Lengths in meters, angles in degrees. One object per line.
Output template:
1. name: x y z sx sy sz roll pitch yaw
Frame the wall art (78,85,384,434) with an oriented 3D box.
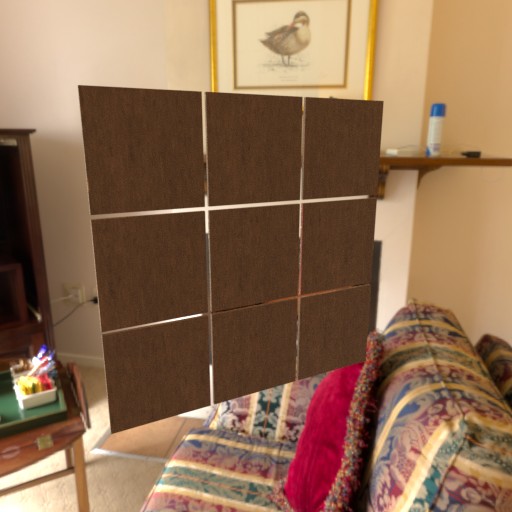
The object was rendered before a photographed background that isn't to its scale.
1. wall art: 0.000 0.000 1.764 1.215 1.213 0.013 -8 16 -27
